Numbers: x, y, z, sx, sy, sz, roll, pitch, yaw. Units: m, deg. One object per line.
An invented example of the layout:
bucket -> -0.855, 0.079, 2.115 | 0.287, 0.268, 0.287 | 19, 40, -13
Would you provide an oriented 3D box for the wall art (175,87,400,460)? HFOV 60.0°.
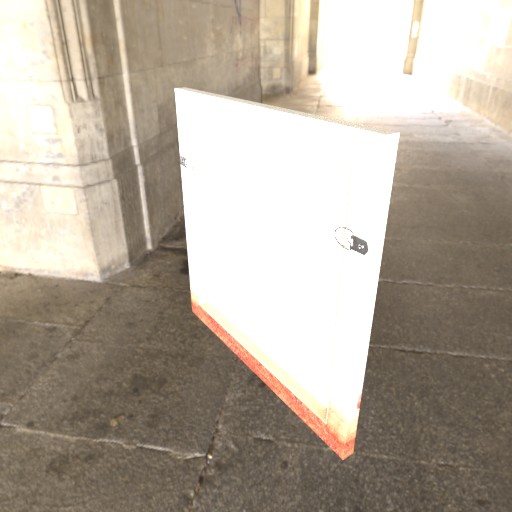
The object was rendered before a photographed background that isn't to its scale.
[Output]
wall art -> 0.000, 0.000, 1.162 | 0.042, 0.760, 0.760 | -18, 32, -31
